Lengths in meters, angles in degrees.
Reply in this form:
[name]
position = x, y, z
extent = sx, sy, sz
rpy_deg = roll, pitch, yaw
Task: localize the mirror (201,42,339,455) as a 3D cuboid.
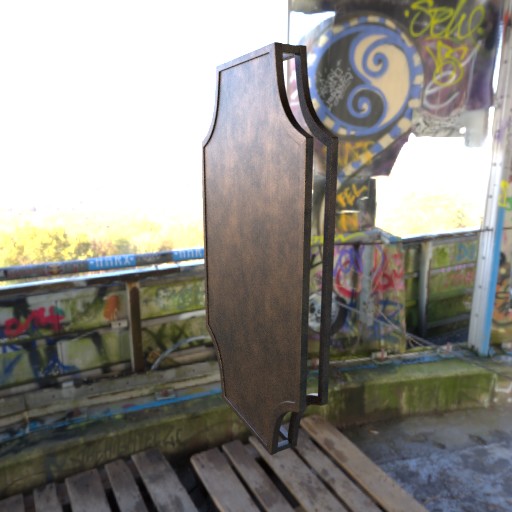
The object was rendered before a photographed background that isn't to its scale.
[mirror]
position = 0.000, 0.000, 0.973
extent = 0.066, 0.811, 0.462
rpy_deg = -7, 15, -27
